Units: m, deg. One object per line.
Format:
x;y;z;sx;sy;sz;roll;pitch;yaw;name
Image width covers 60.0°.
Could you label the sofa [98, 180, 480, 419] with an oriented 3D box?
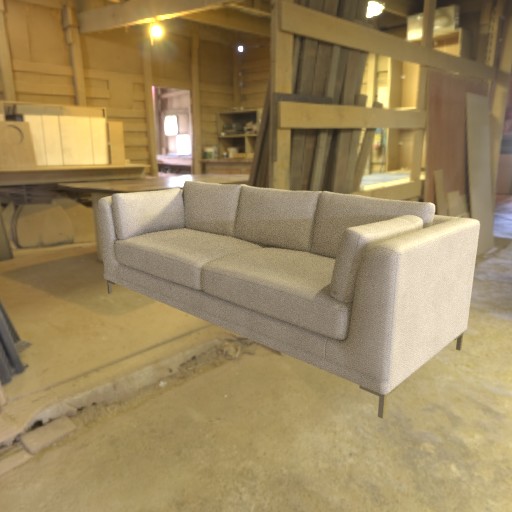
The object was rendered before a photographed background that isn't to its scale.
0.000;0.000;2.922;2.415;0.867;0.969;13;19;42;sofa
